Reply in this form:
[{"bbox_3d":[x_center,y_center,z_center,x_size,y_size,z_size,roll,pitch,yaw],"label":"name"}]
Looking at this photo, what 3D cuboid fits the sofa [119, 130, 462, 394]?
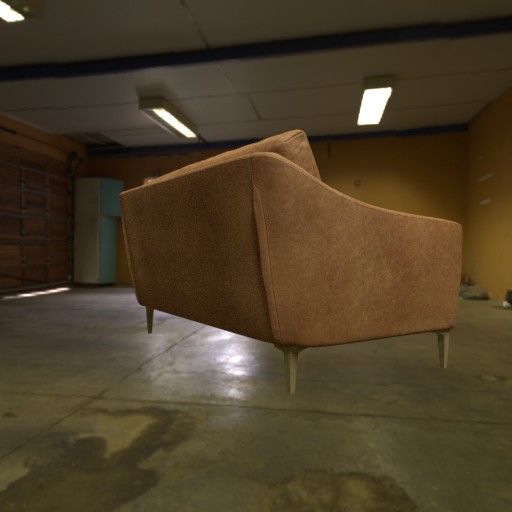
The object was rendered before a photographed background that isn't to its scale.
[{"bbox_3d":[0.000,0.000,2.189,0.960,0.902,1.619,-1,1,-35],"label":"sofa"}]
